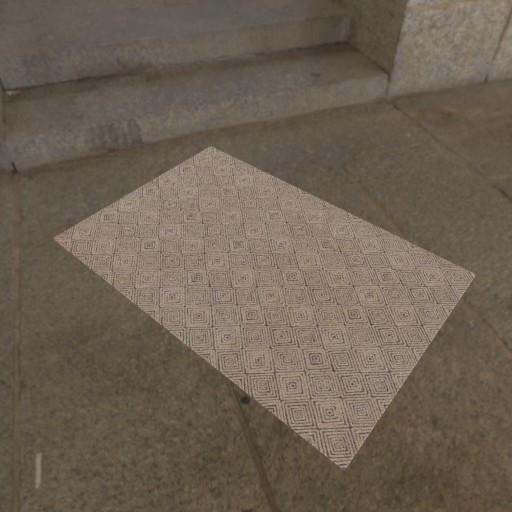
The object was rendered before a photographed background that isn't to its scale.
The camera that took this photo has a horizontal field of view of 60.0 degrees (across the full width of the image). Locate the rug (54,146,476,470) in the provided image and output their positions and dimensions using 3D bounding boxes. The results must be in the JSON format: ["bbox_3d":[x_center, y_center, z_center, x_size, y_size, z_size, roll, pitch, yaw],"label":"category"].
[{"bbox_3d":[0.000,0.000,2.226,1.783,0.008,1.175,31,53,27],"label":"rug"}]
